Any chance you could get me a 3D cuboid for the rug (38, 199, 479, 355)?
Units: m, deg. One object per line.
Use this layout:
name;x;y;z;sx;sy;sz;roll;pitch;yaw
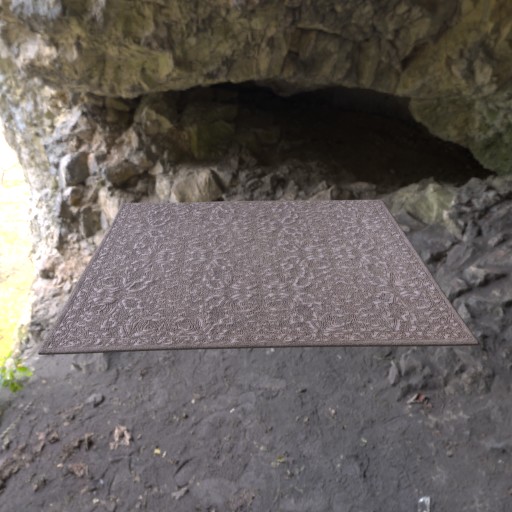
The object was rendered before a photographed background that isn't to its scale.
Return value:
rug;0.000;0.000;4.064;3.017;0.035;2.472;-1;31;-2
